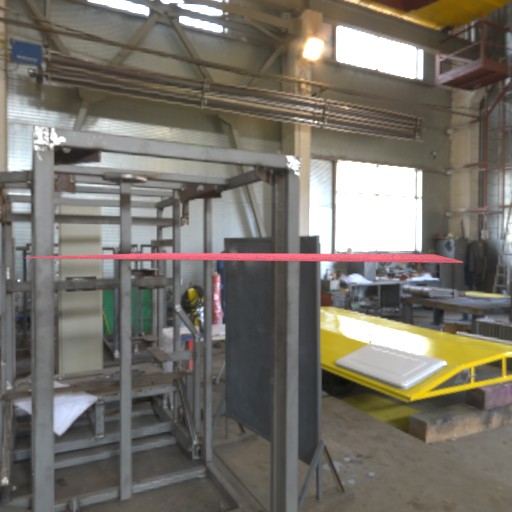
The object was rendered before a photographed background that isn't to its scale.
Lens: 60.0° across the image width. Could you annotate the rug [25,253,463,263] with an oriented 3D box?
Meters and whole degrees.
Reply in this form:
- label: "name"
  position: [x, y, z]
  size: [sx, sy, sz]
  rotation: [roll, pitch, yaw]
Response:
- label: "rug"
  position: [0.000, 0.000, 2.307]
  size: [1.814, 0.008, 1.209]
  rotation: [0, 1, 18]
